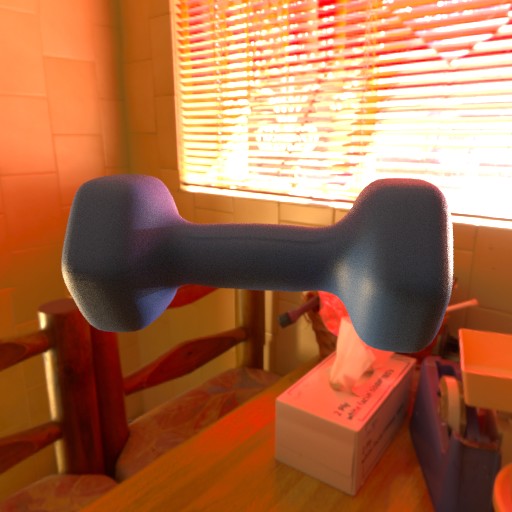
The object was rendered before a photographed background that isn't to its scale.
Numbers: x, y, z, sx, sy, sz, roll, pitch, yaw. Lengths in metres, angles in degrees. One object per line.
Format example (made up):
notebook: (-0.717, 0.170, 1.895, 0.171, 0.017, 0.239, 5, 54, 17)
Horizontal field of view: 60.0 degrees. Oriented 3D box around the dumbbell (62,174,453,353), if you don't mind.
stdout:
dumbbell: (0.000, 0.000, 0.264, 0.212, 0.093, 0.103, 3, 15, 10)
